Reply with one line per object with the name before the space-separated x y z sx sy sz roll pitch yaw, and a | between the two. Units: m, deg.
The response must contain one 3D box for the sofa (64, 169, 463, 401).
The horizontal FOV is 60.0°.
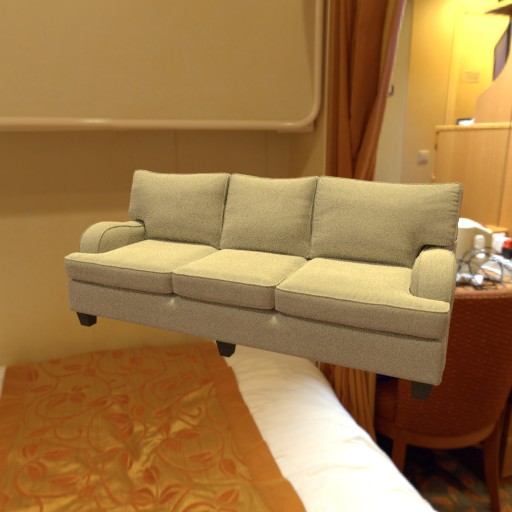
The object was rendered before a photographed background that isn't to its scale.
sofa | 0.000 0.000 2.815 2.323 0.991 1.016 7 16 23
